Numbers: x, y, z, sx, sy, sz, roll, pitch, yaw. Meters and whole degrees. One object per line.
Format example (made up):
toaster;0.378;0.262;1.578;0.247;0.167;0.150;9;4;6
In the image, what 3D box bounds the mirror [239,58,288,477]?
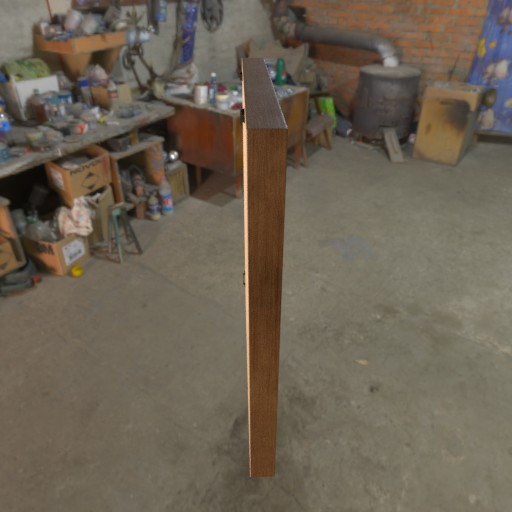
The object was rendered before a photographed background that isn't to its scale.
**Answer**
mirror;0.000;0.000;0.685;0.041;0.509;0.406;-1;32;-2
